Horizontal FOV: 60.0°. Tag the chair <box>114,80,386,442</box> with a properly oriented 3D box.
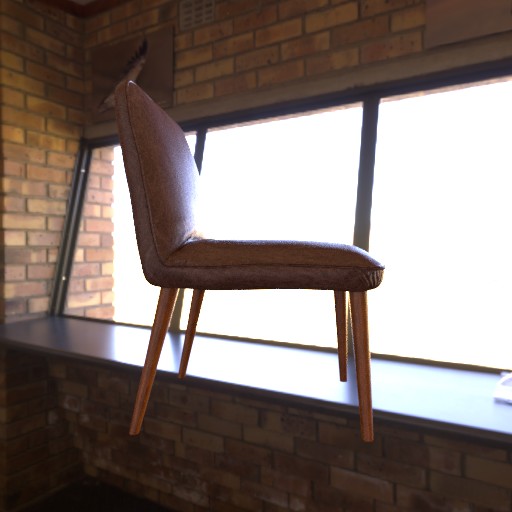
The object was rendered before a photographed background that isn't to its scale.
[{"bbox_3d":[0.000,0.000,1.199,0.645,0.803,0.543,0,1,0],"label":"chair"}]
